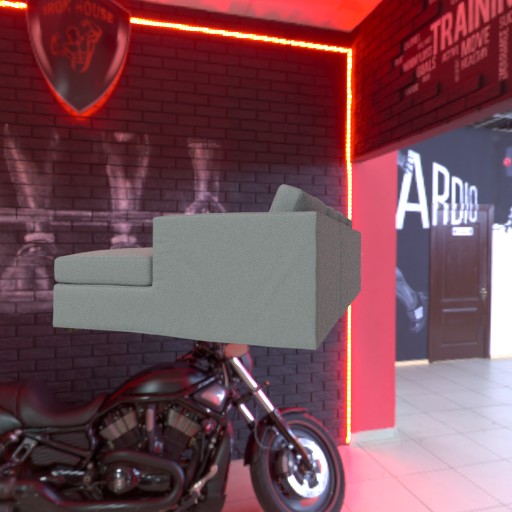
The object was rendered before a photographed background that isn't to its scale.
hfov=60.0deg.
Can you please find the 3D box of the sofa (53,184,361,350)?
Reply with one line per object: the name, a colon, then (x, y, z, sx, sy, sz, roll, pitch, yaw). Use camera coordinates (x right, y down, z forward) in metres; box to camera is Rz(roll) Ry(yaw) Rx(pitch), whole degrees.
sofa: (0.000, 0.000, 3.939, 1.622, 0.867, 3.177, 0, 1, 17)
